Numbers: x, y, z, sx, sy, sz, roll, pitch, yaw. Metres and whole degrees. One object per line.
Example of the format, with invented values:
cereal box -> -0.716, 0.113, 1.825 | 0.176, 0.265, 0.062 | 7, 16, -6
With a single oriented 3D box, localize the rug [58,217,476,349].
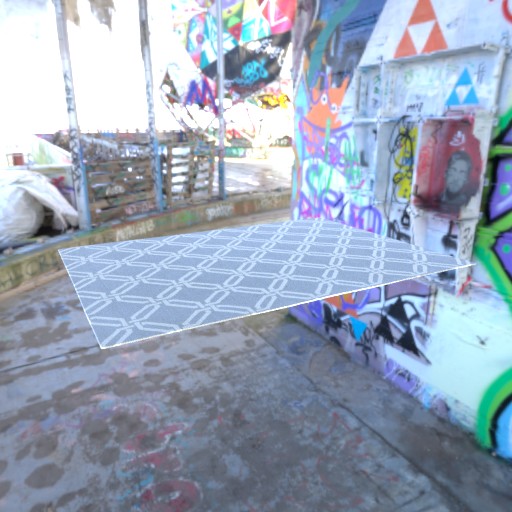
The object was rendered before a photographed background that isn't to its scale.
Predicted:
rug -> 0.000, 0.000, 2.755 | 2.133, 0.013, 1.522 | -9, 19, -28
